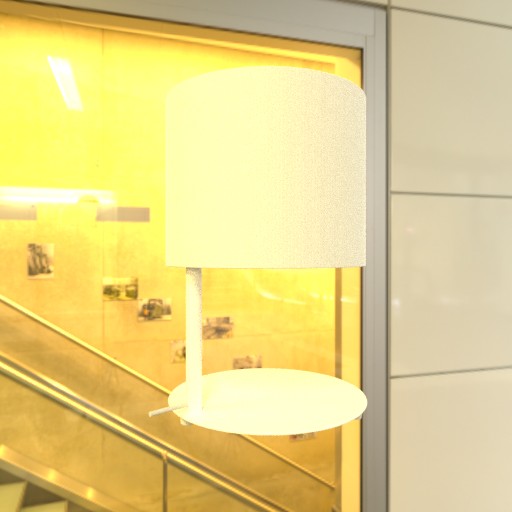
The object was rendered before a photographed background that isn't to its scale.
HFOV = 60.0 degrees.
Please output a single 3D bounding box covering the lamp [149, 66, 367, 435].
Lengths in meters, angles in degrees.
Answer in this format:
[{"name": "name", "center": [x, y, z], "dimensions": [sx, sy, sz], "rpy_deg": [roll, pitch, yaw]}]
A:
[{"name": "lamp", "center": [0.000, 0.000, 0.667], "dimensions": [0.341, 0.454, 0.299], "rpy_deg": [0, 1, -36]}]
